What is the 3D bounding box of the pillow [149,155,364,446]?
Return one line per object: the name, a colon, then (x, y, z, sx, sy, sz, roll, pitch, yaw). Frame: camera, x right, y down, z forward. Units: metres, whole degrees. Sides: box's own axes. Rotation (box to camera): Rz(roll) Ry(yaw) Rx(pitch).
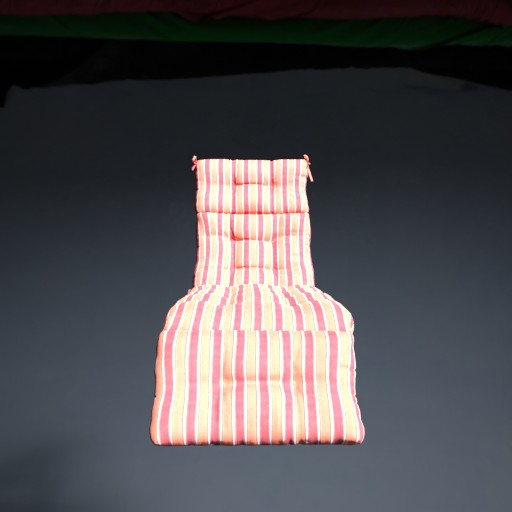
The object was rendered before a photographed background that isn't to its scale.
pillow: (0.000, 0.000, 1.471, 0.526, 0.863, 1.016, 0, 0, -1)
